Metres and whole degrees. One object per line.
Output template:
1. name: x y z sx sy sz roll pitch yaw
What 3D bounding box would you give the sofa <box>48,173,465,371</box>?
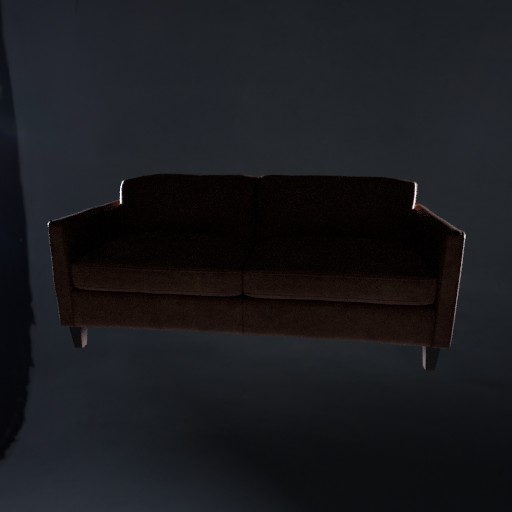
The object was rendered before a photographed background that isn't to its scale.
1. sofa: 0.000 0.000 2.502 1.971 0.863 0.923 2 15 7
